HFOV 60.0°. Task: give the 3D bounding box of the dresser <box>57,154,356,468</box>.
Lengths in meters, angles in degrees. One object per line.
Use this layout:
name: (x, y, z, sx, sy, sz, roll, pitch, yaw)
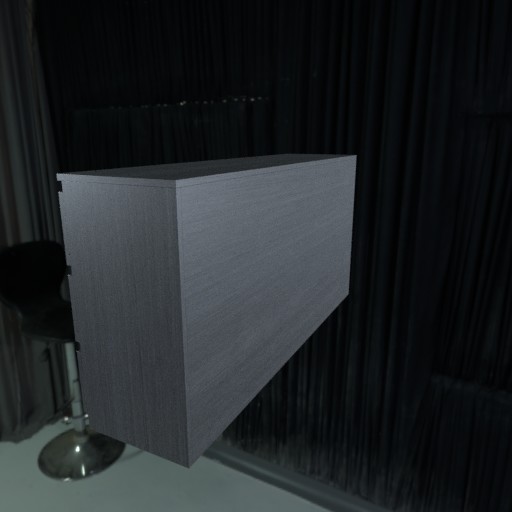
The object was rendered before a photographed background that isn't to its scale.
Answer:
dresser: (0.000, 0.000, 1.900, 0.400, 0.795, 1.590, 8, 17, 26)
